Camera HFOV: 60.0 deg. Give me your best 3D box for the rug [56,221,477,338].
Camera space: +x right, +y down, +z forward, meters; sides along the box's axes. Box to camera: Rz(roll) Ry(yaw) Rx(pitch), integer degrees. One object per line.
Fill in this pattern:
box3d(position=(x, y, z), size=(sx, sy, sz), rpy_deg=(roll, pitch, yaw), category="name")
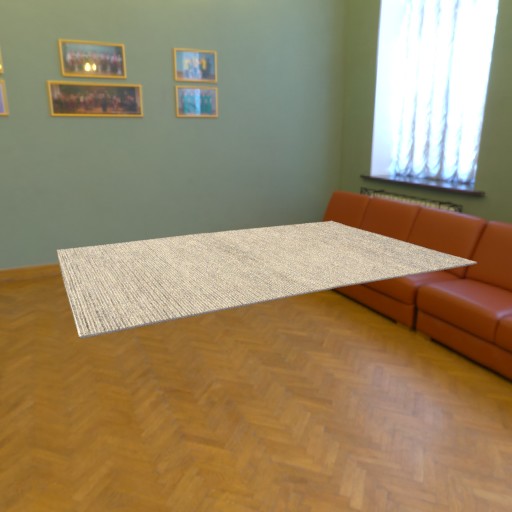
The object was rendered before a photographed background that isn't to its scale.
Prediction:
box3d(position=(0.000, 0.000, 2.246), size=(1.804, 0.022, 1.162), rpy_deg=(-8, 17, -25), category="rug")
